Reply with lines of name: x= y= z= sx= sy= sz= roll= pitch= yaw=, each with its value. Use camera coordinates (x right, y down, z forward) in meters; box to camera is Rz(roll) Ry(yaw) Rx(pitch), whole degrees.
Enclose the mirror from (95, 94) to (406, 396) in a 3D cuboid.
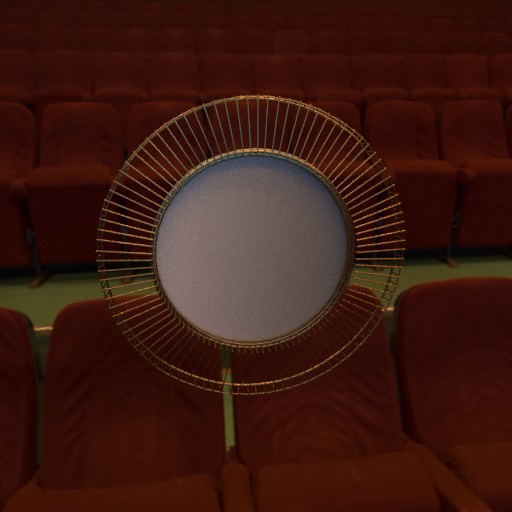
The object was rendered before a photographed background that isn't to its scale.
mirror: x=0.000 y=0.000 z=1.030 sx=0.703 sy=0.703 sz=0.067 roll=-2 pitch=16 yaw=-8
